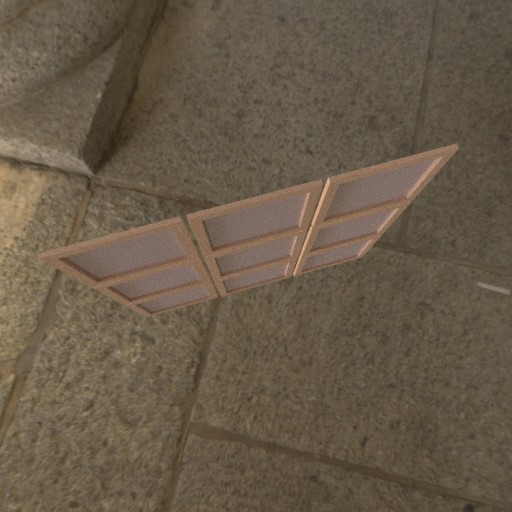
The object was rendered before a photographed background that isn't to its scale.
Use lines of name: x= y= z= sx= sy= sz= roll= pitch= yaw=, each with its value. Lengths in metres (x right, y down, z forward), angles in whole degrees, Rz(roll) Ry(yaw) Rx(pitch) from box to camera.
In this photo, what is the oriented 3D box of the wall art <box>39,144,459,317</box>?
wall art: x=0.000 y=0.000 z=1.822 sx=1.217 sy=1.207 sz=0.016 roll=-15 pitch=75 yaw=-4
